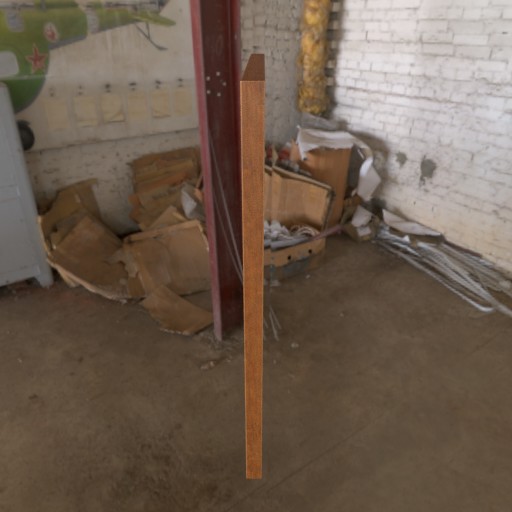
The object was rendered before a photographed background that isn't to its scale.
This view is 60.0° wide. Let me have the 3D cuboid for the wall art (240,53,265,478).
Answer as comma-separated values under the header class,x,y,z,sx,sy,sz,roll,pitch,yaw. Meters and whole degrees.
class,x,y,z,sx,sy,sz,roll,pitch,yaw
wall art,0.000,0.000,1.143,0.037,0.914,0.610,0,28,1
